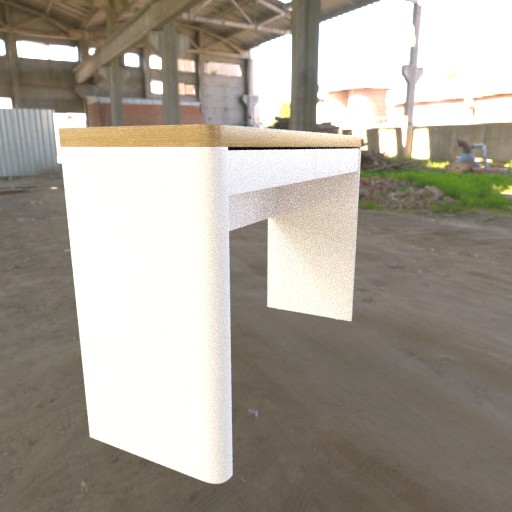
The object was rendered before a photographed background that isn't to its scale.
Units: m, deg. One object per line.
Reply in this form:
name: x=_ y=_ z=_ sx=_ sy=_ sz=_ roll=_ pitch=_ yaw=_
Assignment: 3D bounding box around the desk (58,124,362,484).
desk: x=0.000 y=0.000 z=1.426 sx=0.390 sy=0.760 sz=1.100 roll=7 pitch=15 yaw=26
